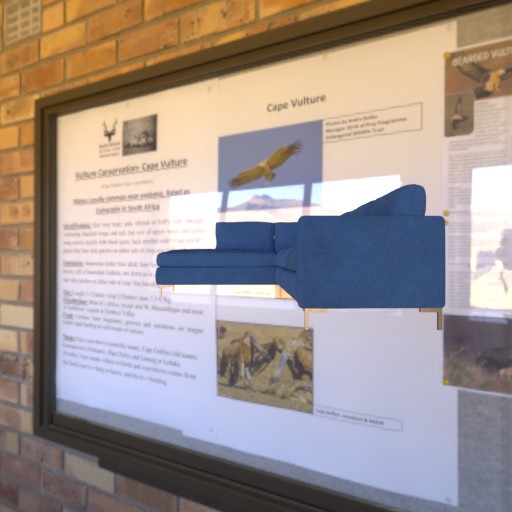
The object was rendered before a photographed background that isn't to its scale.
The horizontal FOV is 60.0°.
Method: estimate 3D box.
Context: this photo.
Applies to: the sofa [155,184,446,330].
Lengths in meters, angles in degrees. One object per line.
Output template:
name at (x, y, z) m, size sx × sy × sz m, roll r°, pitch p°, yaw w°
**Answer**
sofa at (0.000, 0.000, 3.811) m, size 2.007 × 0.815 × 2.949 m, roll 0°, pitch 0°, yaw -1°
